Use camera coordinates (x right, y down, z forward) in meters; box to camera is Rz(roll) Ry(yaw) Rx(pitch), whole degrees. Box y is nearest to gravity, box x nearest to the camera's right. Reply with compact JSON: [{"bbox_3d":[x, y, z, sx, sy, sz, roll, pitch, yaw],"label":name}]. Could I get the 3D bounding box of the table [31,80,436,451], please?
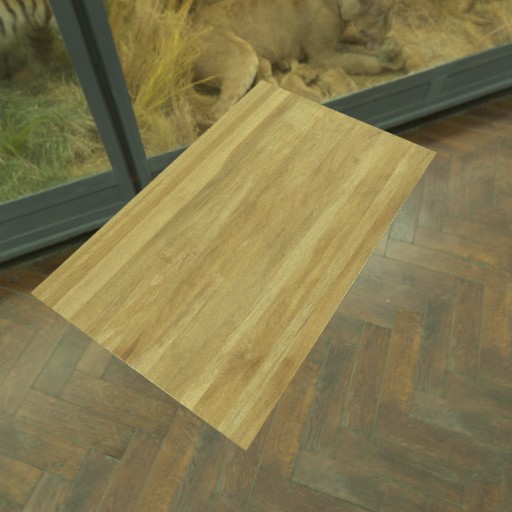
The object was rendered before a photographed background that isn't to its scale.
[{"bbox_3d":[0.000,0.000,1.496,0.692,0.441,1.100,29,61,18],"label":"table"}]
